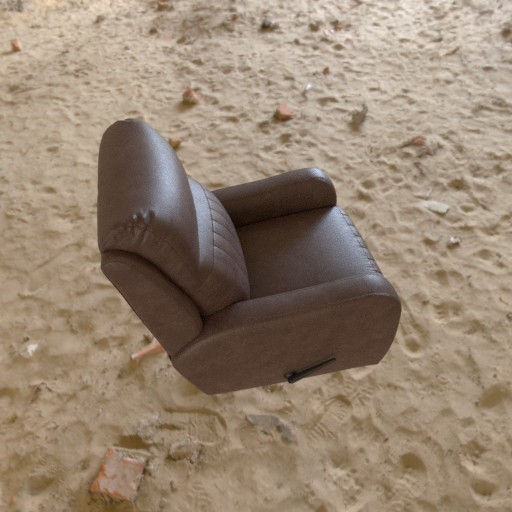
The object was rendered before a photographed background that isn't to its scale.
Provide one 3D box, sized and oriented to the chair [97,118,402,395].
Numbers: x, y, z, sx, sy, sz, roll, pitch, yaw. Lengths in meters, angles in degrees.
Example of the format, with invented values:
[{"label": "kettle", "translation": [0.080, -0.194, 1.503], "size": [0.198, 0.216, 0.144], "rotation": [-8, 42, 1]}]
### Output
[{"label": "chair", "translation": [0.000, 0.000, 1.852], "size": [1.067, 1.067, 0.865], "rotation": [-10, 48, -9]}]
